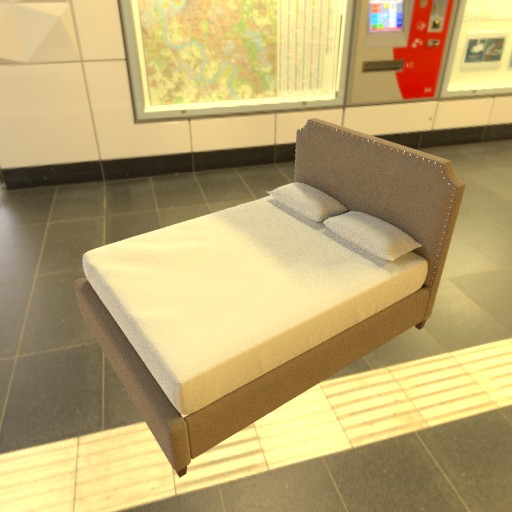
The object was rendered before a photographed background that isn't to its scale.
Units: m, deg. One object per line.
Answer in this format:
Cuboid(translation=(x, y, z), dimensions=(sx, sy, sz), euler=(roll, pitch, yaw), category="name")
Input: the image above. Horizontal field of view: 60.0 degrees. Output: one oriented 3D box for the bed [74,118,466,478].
Cuboid(translation=(0.000, 0.000, 3.338), dimensions=(2.329, 1.415, 1.703), euler=(-21, 37, -30), category="bed")
